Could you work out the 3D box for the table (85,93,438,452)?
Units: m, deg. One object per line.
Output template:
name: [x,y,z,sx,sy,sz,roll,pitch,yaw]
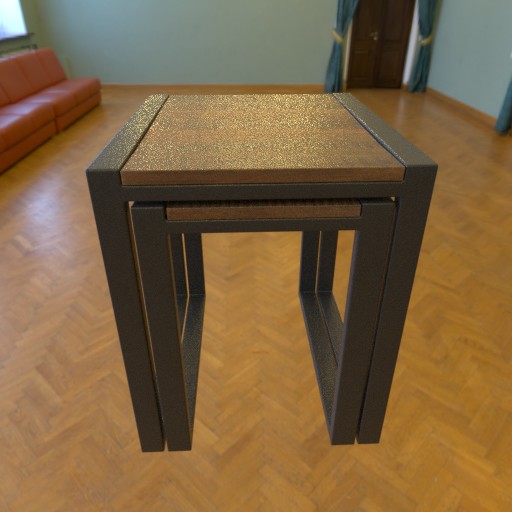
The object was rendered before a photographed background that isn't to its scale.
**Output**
table: [0.000,0.000,0.912,0.449,0.550,0.500,-1,30,-2]
